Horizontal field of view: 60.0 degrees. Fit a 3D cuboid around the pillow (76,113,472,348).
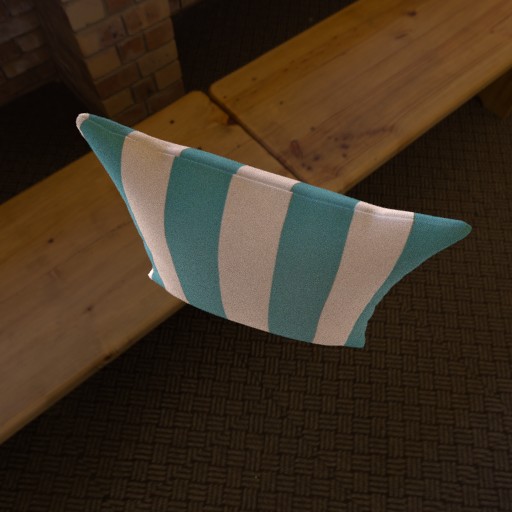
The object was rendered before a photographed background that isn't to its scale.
[{"bbox_3d":[0.000,0.000,0.790,0.536,0.526,0.189,17,65,8],"label":"pillow"}]
